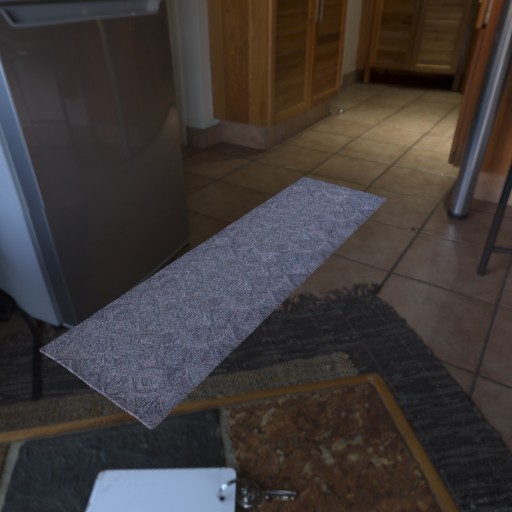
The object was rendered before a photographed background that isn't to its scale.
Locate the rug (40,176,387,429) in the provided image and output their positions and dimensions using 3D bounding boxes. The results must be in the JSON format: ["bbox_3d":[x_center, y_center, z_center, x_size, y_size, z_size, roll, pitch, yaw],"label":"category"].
[{"bbox_3d":[0.000,0.000,2.539,0.691,0.011,2.296,21,39,29],"label":"rug"}]
